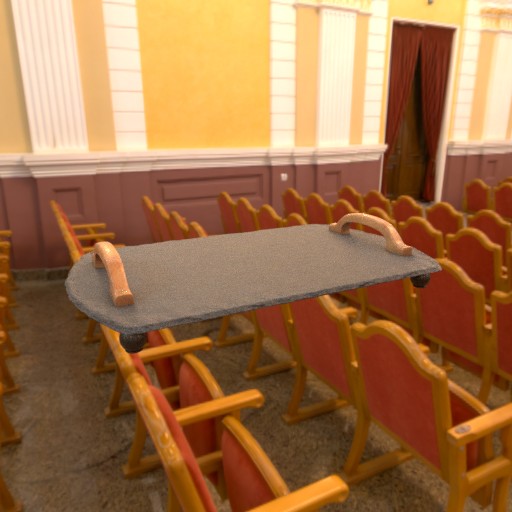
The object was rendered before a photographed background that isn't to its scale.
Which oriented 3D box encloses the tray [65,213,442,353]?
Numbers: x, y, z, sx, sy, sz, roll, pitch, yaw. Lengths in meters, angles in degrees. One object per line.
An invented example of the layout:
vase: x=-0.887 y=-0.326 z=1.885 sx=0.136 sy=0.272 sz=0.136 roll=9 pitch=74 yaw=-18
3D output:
tray: x=0.000 y=0.000 z=0.485 sx=0.387 sy=0.062 sz=0.231 roll=-8 pitch=19 yaw=-26
